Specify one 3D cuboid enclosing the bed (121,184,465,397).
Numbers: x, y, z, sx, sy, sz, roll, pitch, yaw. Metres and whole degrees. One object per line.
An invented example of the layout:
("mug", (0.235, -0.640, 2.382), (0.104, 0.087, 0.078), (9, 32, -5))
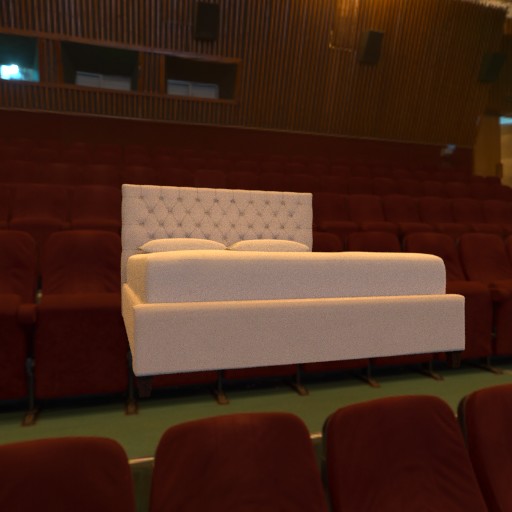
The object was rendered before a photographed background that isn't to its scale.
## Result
("bed", (0.000, 0.000, 3.639), (2.078, 1.427, 2.387), (0, 0, -18))
